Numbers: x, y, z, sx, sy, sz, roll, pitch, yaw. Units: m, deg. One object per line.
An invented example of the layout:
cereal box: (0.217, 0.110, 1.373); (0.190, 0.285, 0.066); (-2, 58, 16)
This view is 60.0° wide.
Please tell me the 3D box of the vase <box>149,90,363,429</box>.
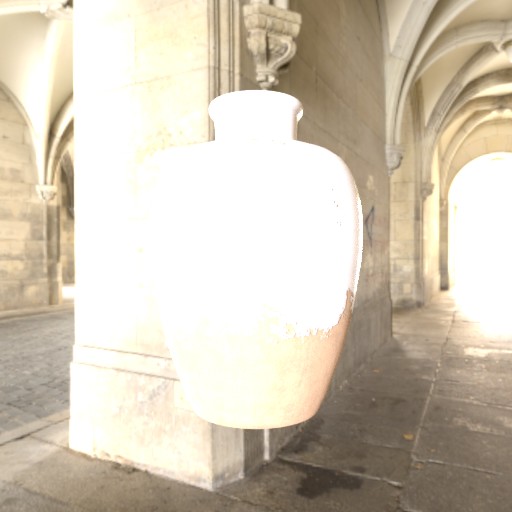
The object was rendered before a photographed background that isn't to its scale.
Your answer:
vase: (0.000, 0.000, 0.338); (0.158, 0.228, 0.158); (0, 1, 0)
